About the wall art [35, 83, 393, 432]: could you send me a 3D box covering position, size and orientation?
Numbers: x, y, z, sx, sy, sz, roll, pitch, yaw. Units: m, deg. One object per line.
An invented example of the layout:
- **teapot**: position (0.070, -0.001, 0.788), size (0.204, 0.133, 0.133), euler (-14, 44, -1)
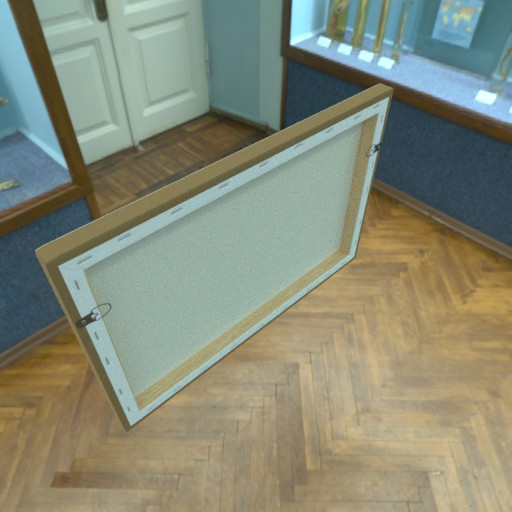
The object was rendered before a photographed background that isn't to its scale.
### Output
- **wall art**: position (0.000, 0.000, 0.467), size (0.380, 0.254, 0.019), euler (-33, 53, -29)
